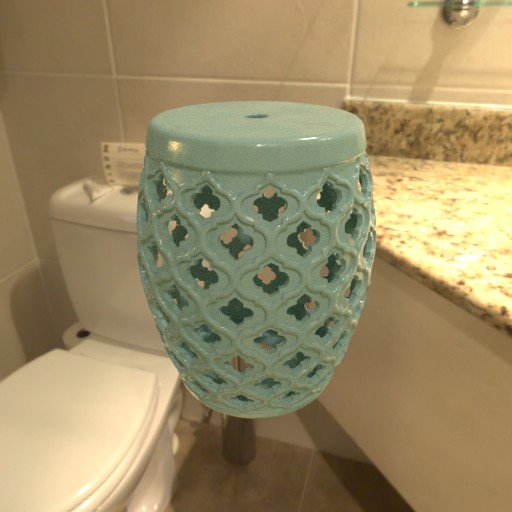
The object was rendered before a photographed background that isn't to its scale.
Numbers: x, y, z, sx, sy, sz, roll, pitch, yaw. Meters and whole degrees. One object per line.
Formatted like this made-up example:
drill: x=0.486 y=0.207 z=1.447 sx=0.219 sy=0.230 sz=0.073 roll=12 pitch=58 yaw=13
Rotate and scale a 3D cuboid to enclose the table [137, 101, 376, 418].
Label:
table: x=0.000 y=0.000 z=0.634 sx=0.325 sy=0.388 sz=0.325 roll=0 pitch=27 yaw=0
